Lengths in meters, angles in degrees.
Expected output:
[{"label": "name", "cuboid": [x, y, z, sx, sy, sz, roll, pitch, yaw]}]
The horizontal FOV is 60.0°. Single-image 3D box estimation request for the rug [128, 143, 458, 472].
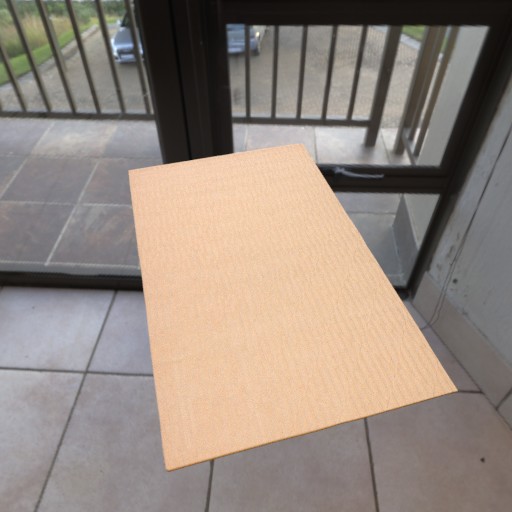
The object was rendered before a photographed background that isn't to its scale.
[{"label": "rug", "cuboid": [0.000, 0.000, 2.986, 1.531, 0.014, 2.441, -11, 48, -10]}]
